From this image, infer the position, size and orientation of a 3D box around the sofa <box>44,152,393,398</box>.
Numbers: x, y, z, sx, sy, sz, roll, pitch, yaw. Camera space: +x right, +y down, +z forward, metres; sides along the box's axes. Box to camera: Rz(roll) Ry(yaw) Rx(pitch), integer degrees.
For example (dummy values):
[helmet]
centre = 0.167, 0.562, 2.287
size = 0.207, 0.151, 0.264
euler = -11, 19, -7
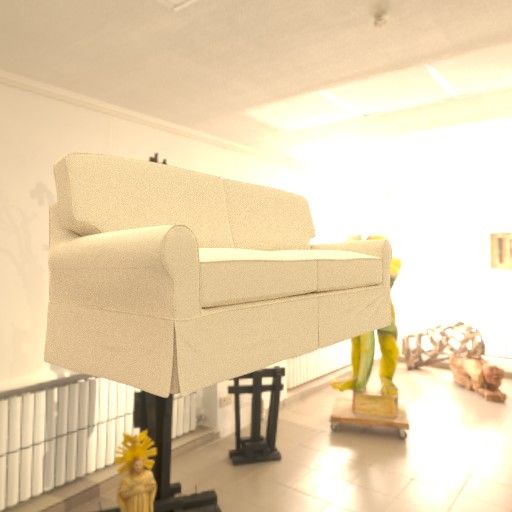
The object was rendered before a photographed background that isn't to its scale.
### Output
[sofa]
centre = 0.000, 0.000, 2.463
size = 0.862, 0.937, 2.021
euler = 0, 0, 38
